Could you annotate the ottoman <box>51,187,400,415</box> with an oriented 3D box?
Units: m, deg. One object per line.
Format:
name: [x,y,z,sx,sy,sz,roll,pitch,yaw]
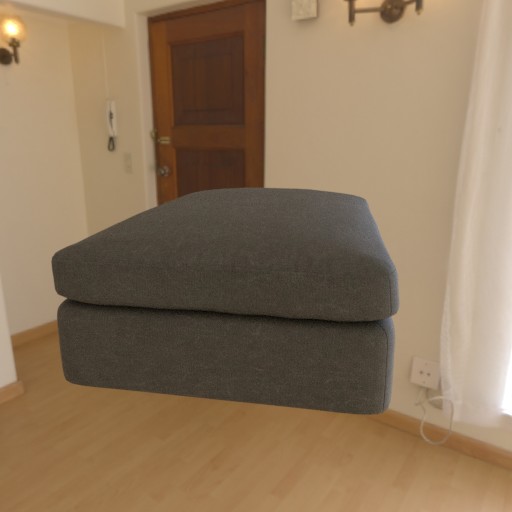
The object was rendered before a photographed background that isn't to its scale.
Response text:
ottoman: [0.000,0.000,1.573,0.840,0.429,1.199,3,15,10]
